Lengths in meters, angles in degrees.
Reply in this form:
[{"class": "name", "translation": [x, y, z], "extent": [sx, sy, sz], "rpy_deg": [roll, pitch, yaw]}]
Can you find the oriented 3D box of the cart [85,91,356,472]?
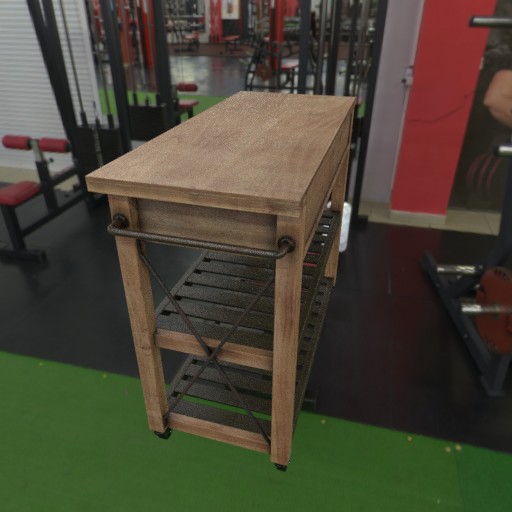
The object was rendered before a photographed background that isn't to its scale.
[{"class": "cart", "translation": [0.000, 0.000, 0.949], "extent": [0.298, 0.554, 0.686], "rpy_deg": [9, 31, 14]}]
